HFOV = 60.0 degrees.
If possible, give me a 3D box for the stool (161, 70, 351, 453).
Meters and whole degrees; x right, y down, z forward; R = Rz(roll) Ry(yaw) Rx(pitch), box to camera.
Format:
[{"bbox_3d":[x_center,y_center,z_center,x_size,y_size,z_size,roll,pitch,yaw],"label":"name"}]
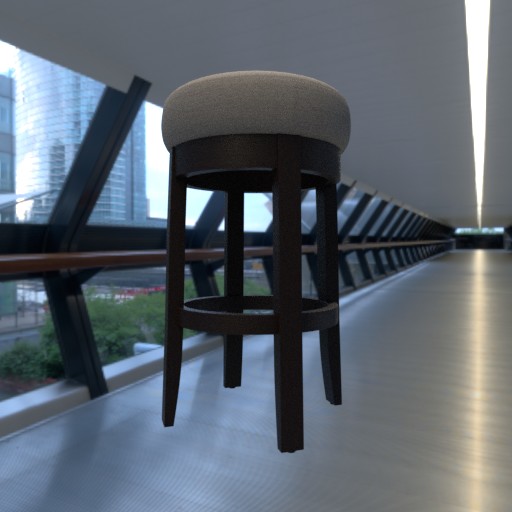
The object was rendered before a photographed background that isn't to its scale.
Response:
[{"bbox_3d":[0.000,0.000,1.061,0.443,0.757,0.443,0,1,0],"label":"stool"}]
